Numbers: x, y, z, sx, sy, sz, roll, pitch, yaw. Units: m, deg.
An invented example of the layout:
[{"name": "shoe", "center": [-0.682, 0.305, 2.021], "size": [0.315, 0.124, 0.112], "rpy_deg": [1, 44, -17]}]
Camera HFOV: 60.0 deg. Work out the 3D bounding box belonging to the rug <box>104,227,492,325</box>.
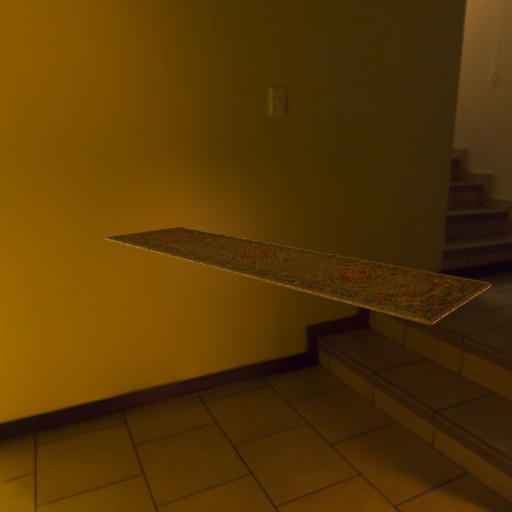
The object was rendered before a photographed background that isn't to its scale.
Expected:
[{"name": "rug", "center": [0.000, 0.000, 2.521], "size": [2.297, 0.019, 0.659], "rpy_deg": [12, 18, 43]}]
